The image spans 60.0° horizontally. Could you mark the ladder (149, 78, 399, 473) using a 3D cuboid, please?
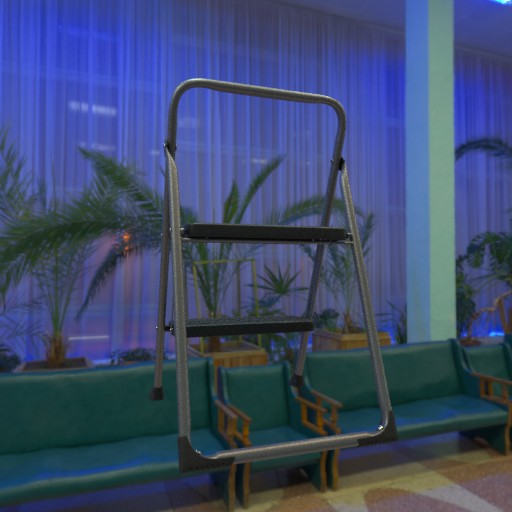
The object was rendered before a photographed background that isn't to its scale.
[{"bbox_3d":[0.000,0.000,1.005,0.430,0.720,0.472,1,-2,-19],"label":"ladder"}]
